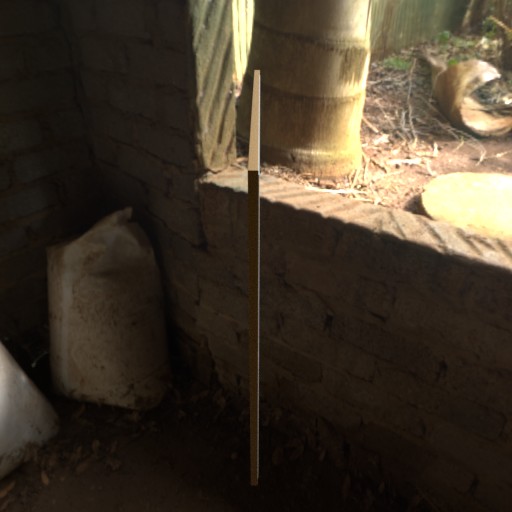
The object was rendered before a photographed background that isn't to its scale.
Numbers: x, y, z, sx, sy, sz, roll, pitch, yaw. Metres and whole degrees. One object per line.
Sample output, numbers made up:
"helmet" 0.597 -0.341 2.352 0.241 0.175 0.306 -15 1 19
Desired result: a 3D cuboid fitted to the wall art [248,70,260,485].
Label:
"wall art" 0.000 0.000 0.977 0.014 0.655 0.657 0 32 0
